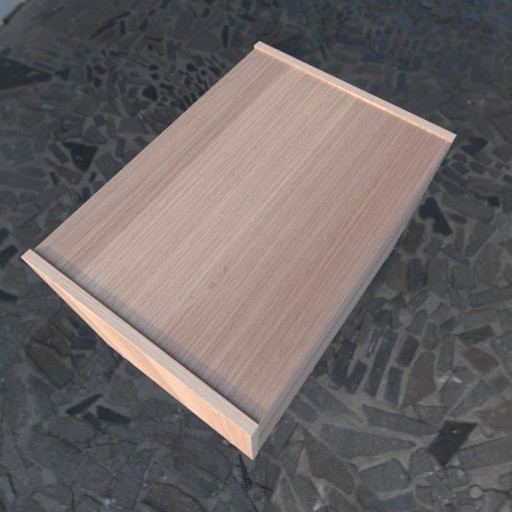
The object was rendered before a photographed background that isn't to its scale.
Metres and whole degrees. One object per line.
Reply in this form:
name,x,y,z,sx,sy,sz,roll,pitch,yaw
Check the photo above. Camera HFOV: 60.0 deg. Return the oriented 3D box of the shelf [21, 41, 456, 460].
shelf,0.000,0.000,0.623,0.290,0.305,0.415,33,67,16
